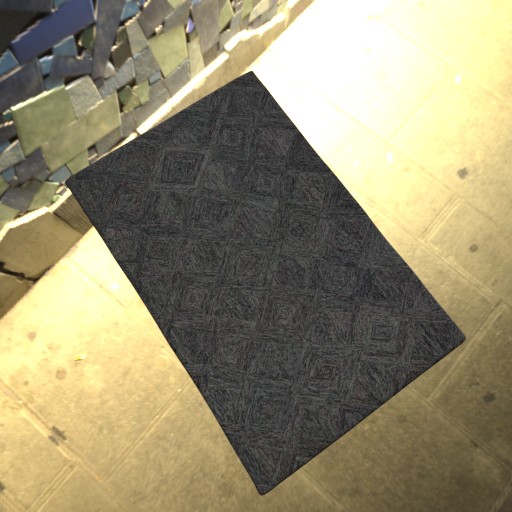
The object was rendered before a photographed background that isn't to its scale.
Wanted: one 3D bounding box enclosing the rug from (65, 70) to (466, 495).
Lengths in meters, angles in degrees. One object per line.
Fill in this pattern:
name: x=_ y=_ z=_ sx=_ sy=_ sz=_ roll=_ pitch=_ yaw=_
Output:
rug: x=0.000 y=0.000 z=2.129 sx=1.158 sy=0.013 sz=1.752 roll=-34 pitch=77 yaw=-9
